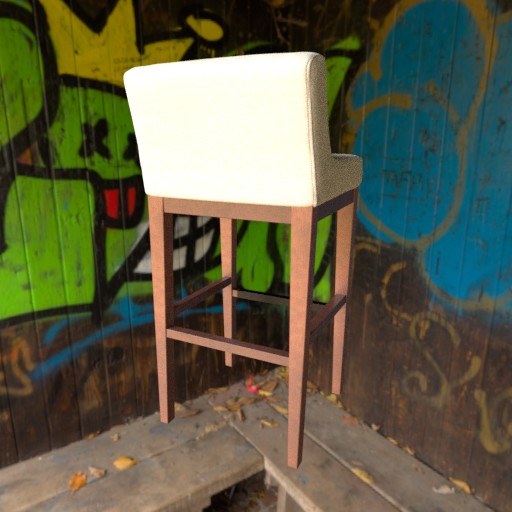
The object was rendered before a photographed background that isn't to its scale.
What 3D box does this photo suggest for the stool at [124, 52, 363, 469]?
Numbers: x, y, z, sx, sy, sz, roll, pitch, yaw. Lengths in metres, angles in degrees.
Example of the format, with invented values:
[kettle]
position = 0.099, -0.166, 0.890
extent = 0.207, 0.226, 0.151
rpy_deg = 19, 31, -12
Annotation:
[stool]
position = 0.000, 0.000, 1.325
extent = 0.511, 1.037, 0.500
rpy_deg = 7, 17, 26
